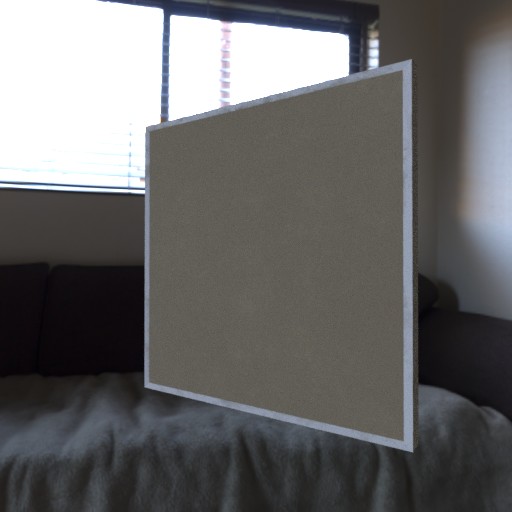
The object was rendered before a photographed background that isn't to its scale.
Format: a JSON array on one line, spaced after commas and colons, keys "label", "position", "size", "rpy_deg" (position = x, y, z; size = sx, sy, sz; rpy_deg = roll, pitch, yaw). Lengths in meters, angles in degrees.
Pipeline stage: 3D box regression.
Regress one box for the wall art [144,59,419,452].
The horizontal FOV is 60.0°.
[{"label": "wall art", "position": [0.000, 0.000, 1.086], "size": [0.760, 0.757, 0.038], "rpy_deg": [0, -1, 35]}]
